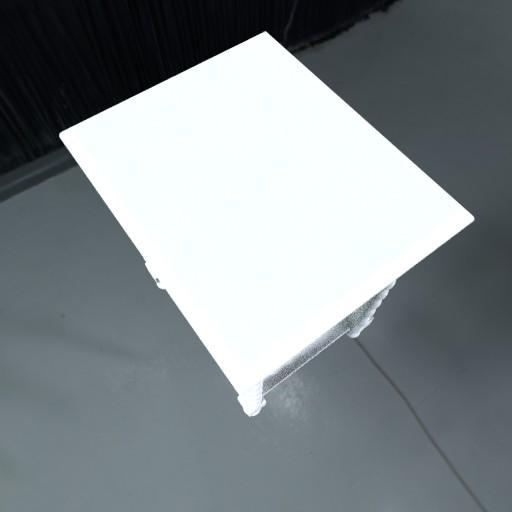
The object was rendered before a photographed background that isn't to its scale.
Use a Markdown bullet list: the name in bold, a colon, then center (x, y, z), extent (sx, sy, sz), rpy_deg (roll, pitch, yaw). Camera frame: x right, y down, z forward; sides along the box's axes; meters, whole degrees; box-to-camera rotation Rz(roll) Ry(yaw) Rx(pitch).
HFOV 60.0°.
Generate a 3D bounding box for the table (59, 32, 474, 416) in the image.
- **table**: center (0.000, 0.000, 0.842), extent (0.381, 0.531, 0.460), rpy_deg (-33, 68, -16)
